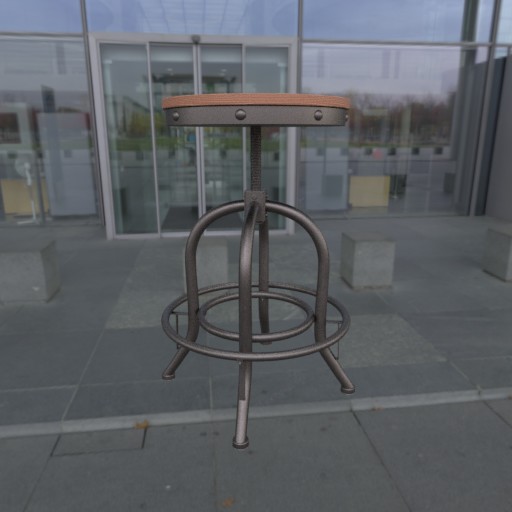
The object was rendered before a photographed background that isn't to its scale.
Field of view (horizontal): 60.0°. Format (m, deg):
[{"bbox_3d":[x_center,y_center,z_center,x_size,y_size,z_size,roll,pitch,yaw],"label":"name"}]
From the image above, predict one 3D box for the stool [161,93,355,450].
[{"bbox_3d":[0.000,0.000,0.920,0.439,0.609,0.439,2,16,8],"label":"stool"}]
